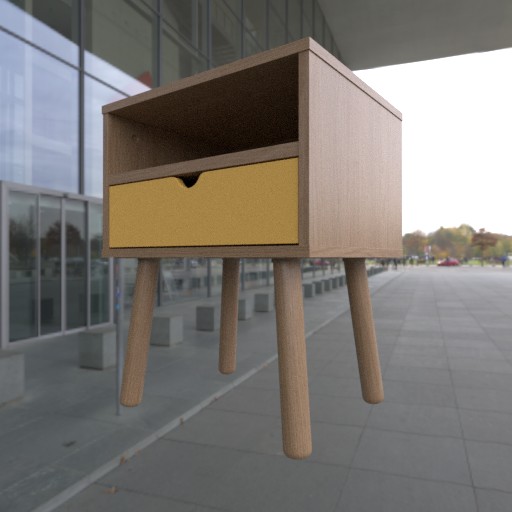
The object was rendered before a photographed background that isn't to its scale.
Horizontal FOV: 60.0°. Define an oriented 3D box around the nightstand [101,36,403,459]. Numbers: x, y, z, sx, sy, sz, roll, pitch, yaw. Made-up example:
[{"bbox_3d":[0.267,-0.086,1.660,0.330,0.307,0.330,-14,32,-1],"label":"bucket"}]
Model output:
[{"bbox_3d":[0.000,0.000,0.864,0.450,0.571,0.380,0,0,36],"label":"nightstand"}]
